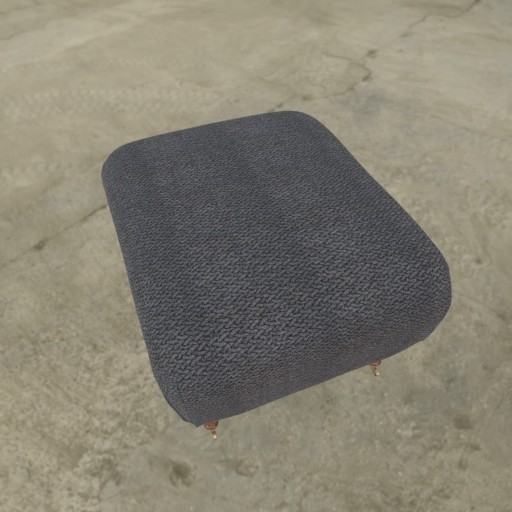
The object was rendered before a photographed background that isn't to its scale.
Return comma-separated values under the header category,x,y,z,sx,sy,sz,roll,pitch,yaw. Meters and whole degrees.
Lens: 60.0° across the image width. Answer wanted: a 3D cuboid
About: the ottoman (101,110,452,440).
category,x,y,z,sx,sy,sz,roll,pitch,yaw
ottoman,0.000,0.000,1.121,0.622,0.450,0.747,-16,49,-15
